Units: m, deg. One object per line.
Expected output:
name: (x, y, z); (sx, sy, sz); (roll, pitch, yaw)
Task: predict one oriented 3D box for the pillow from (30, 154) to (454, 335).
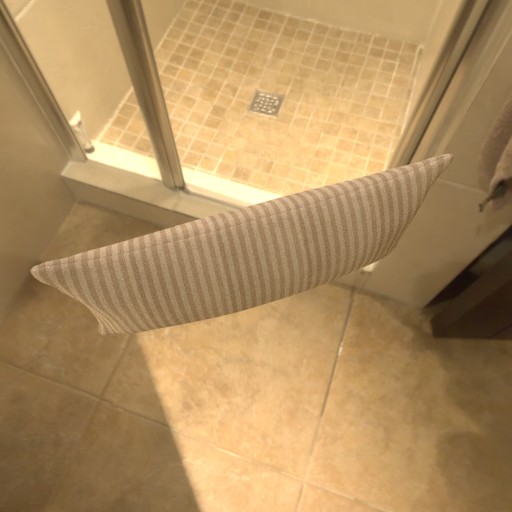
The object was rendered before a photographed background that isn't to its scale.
pillow: (0.000, 0.000, 0.744); (0.617, 0.295, 0.151); (-16, 65, -8)
